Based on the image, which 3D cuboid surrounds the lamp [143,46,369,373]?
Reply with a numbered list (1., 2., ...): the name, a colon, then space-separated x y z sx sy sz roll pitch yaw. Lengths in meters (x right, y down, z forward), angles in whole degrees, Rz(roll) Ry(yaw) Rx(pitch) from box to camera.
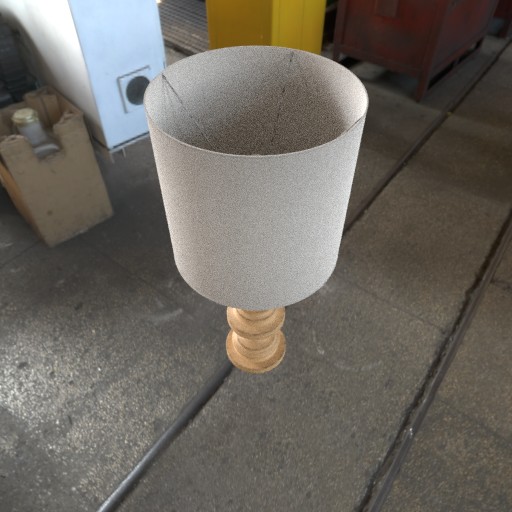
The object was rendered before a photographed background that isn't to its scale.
1. lamp: 0.000 0.000 0.584 0.208 0.455 0.208 2 48 2
